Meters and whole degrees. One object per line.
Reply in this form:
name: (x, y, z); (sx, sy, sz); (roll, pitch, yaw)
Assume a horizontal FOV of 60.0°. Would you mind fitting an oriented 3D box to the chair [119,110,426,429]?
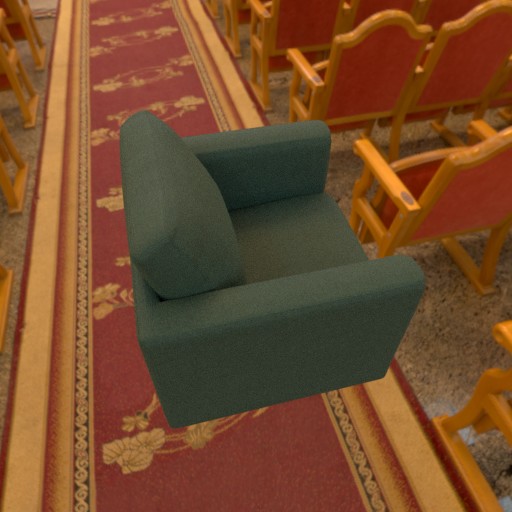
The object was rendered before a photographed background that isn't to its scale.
chair: (0.000, 0.000, 1.560); (0.800, 0.927, 0.855); (-11, 49, -9)
